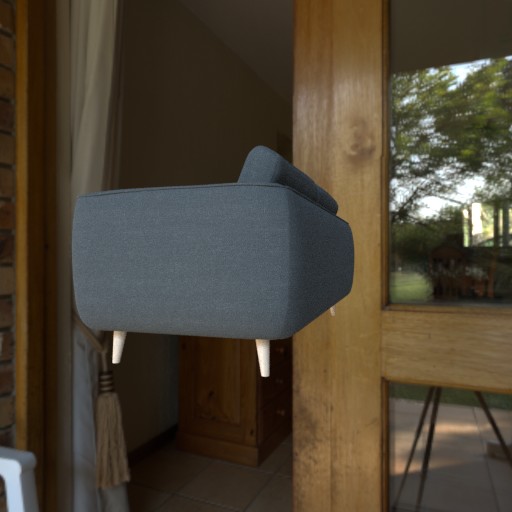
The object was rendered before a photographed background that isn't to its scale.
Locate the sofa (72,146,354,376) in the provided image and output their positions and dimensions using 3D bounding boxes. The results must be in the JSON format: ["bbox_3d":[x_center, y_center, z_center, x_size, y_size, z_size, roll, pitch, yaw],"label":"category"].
[{"bbox_3d":[0.000,0.000,2.470,0.920,0.850,2.000,0,0,18],"label":"sofa"}]
